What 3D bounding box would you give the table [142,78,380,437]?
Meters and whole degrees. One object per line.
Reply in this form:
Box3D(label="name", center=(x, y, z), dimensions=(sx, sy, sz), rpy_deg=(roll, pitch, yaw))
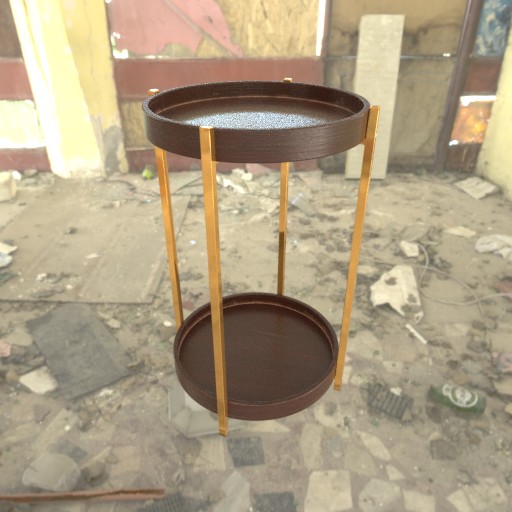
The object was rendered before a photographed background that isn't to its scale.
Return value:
Box3D(label="table", center=(0.000, 0.000, 0.888), dimensions=(0.400, 0.610, 0.400), rpy_deg=(10, 32, 17))
